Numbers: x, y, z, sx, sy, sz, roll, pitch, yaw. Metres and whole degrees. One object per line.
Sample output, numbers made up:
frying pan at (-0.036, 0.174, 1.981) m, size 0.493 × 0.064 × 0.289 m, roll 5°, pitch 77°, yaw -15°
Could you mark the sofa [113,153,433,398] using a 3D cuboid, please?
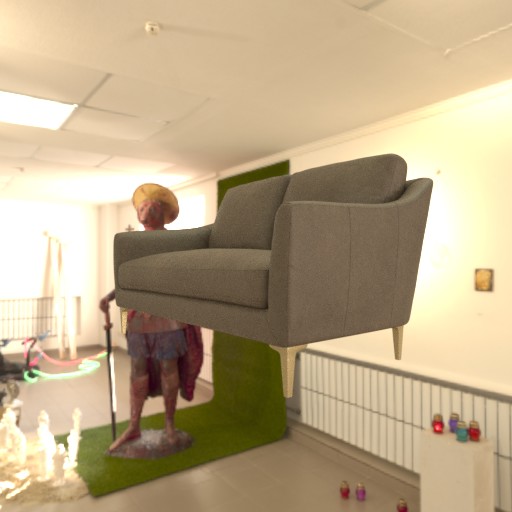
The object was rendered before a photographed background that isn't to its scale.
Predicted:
sofa at (0.000, 0.000, 2.248) m, size 0.960 × 0.902 × 1.619 m, roll 0°, pitch -1°, yaw -36°
